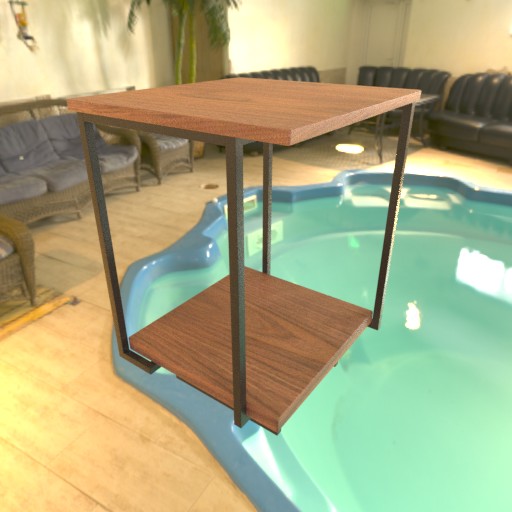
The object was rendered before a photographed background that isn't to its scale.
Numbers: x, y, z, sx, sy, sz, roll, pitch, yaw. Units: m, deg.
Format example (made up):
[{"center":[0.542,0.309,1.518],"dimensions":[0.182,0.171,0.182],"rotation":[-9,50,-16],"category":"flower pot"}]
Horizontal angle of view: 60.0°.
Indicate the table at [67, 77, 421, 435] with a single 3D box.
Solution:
[{"center":[0.000,0.000,0.820],"dimensions":[0.384,0.567,0.411],"rotation":[18,32,32],"category":"table"}]
